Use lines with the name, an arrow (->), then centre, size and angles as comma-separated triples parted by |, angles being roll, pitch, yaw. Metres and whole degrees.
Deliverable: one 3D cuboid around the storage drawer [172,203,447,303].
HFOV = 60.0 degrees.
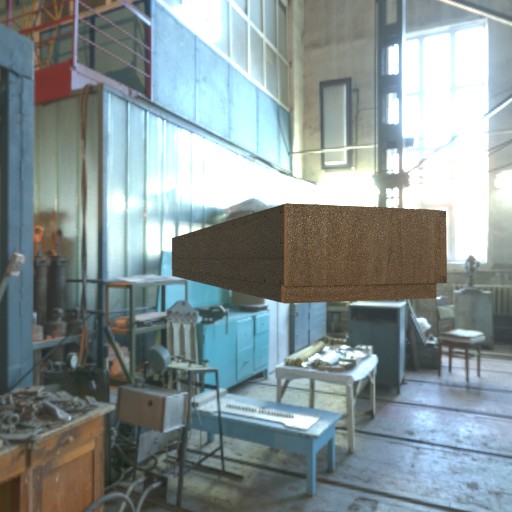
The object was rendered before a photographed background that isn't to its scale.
storage drawer -> 0.000, 0.000, 2.200 | 0.538, 0.264, 2.032 | 0, 0, -19
